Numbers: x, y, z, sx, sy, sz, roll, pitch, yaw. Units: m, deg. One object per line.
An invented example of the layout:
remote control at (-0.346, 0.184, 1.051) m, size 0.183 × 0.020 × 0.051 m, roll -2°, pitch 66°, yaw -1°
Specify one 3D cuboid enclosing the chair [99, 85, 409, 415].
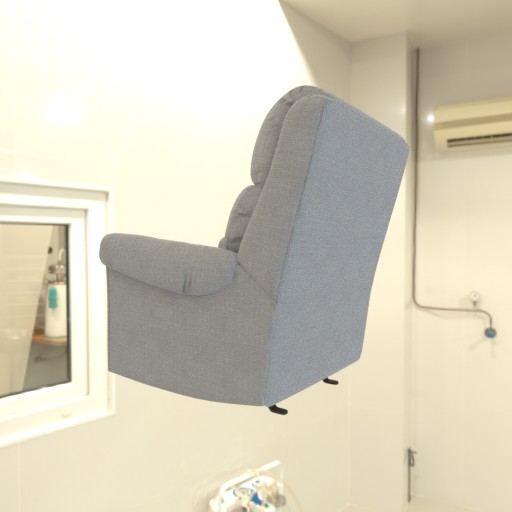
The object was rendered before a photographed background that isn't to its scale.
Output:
chair at (0.000, 0.000, 1.791) m, size 1.014 × 1.054 × 0.838 m, roll 1°, pitch 2°, yaw 36°
